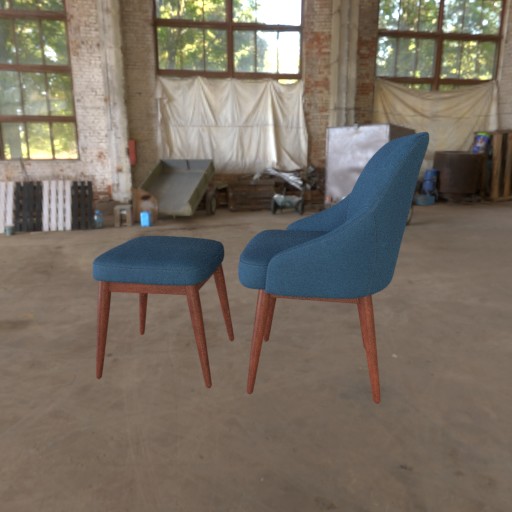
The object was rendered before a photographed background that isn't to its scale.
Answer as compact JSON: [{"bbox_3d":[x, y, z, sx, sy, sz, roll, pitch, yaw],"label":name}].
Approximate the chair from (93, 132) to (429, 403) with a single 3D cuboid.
[{"bbox_3d":[0.000,0.000,1.616,1.114,0.866,0.584,2,14,9],"label":"chair"}]
